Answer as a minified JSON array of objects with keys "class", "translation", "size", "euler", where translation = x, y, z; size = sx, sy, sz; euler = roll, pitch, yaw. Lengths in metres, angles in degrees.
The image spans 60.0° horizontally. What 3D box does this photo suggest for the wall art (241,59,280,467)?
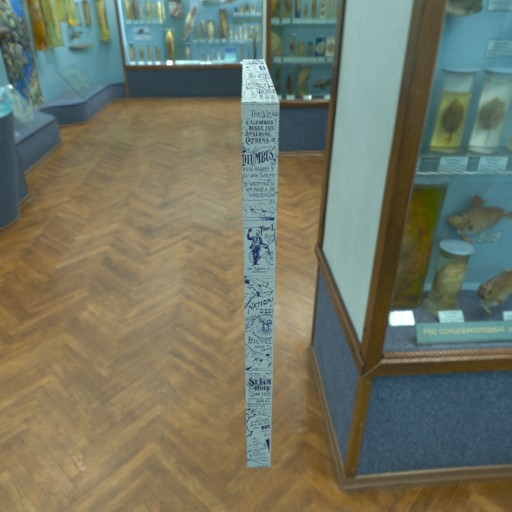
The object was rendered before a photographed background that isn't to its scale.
[{"class":"wall art","translation":[0.000,0.000,0.492],"size":[0.025,0.376,0.255],"euler":[-1,30,-1]}]
